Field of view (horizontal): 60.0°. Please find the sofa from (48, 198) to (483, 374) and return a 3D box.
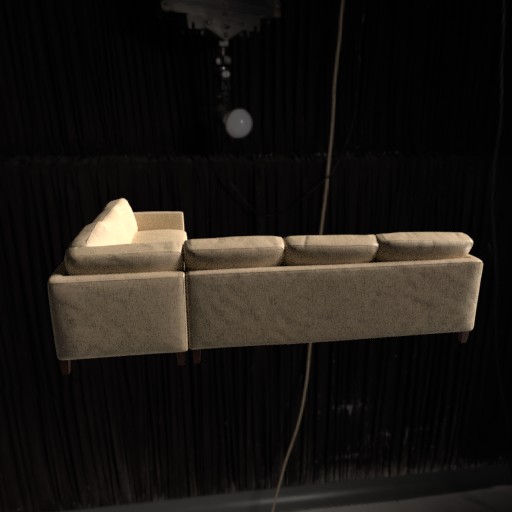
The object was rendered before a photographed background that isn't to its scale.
[{"bbox_3d":[0.000,0.000,4.506,3.302,0.947,2.593,-2,16,-9],"label":"sofa"}]
